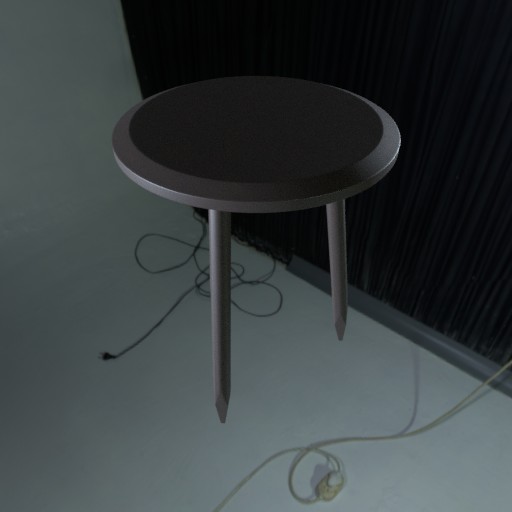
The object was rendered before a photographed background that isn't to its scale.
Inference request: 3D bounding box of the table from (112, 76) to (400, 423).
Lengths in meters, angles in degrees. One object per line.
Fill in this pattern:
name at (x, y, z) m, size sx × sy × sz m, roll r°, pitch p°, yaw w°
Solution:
table at (0.000, 0.000, 0.906) m, size 0.457 × 0.585 × 0.457 m, roll 0°, pitch 40°, yaw 0°
